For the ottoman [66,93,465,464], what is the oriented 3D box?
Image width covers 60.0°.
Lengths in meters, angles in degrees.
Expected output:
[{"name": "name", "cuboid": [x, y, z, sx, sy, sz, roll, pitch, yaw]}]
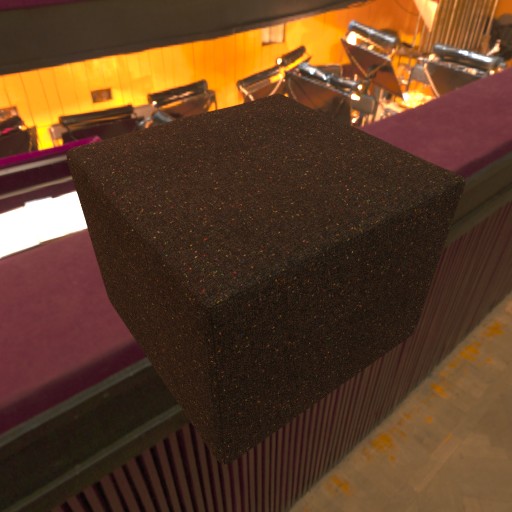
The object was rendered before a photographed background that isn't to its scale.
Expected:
[{"name": "ottoman", "cuboid": [0.000, 0.000, 0.878, 0.508, 0.432, 0.508, -25, 45, -27]}]
